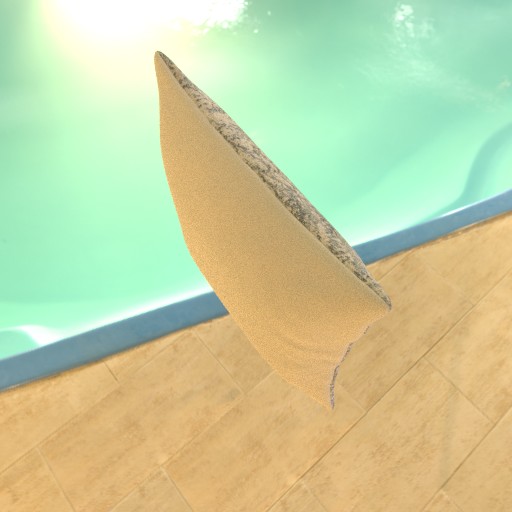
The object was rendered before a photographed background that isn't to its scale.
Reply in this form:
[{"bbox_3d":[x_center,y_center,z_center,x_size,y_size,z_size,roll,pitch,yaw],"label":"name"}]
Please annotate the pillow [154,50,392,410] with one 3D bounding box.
[{"bbox_3d":[0.000,0.000,0.784,0.166,0.510,0.523,-31,64,-17],"label":"pillow"}]
